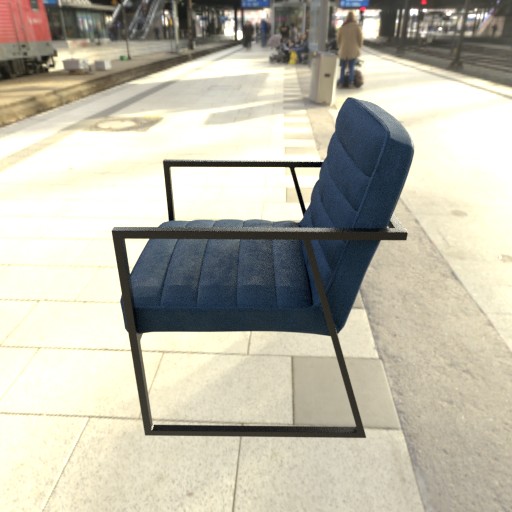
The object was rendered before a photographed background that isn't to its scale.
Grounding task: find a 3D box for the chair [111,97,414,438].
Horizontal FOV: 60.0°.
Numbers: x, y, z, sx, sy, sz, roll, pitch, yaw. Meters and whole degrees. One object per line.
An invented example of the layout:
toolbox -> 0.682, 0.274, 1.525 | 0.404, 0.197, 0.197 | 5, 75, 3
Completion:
chair -> 0.000, 0.000, 1.288 | 0.677, 0.833, 0.571 | 0, 27, 1
